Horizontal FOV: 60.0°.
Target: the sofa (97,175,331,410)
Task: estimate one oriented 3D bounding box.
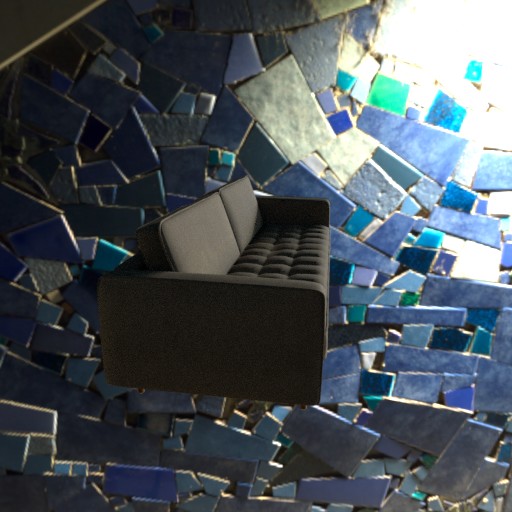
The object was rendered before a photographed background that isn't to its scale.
[{"bbox_3d":[0.000,0.000,2.781,0.923,0.813,2.295,3,16,9],"label":"sofa"}]
